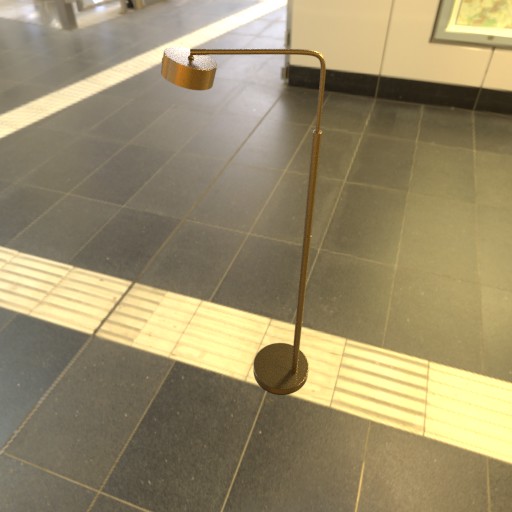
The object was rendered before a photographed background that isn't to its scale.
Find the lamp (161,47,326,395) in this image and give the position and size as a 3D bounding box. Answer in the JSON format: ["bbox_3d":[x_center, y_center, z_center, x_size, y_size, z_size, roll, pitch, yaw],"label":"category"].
[{"bbox_3d":[0.000,0.000,1.375,0.418,1.230,0.219,0,41,0],"label":"lamp"}]
